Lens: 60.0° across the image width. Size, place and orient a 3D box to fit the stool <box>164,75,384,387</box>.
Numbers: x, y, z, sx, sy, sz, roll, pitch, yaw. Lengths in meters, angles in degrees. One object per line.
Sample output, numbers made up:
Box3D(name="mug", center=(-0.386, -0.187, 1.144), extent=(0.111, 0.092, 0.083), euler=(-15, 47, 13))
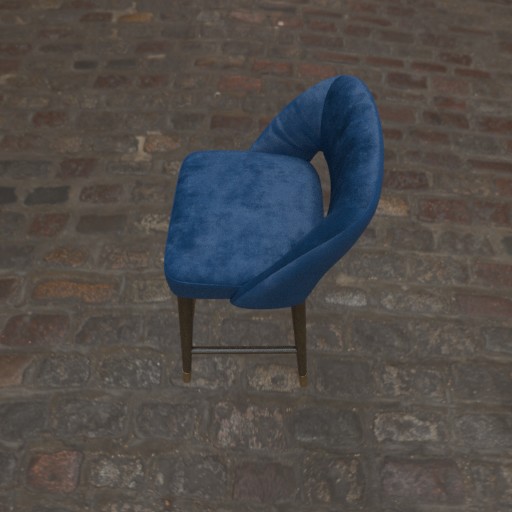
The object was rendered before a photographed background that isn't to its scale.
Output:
Box3D(name="stool", center=(0.000, 0.000, 1.313), extent=(0.515, 1.016, 0.514), euler=(2, 57, 1))
